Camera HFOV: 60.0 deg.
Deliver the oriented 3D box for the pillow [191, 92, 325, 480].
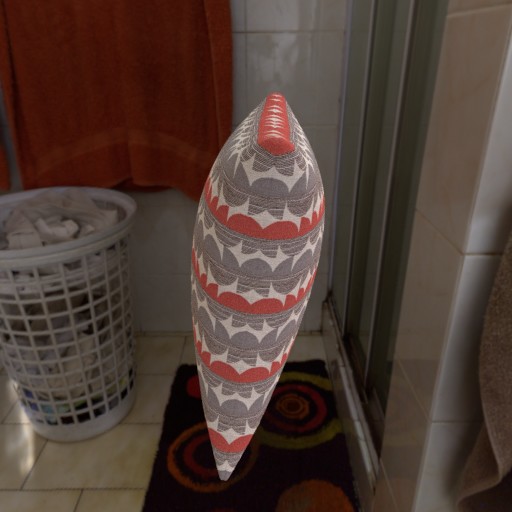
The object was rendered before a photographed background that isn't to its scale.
[{"bbox_3d":[0.000,0.000,0.638,0.180,0.410,0.420,1,25,2],"label":"pillow"}]
